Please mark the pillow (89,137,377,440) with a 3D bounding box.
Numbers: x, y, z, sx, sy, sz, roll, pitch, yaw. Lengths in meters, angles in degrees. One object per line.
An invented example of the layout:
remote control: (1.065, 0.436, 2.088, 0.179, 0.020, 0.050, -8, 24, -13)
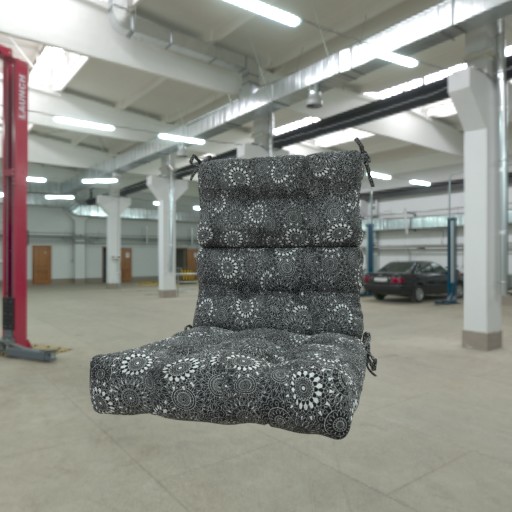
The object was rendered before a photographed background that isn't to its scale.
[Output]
pillow: (0.000, 0.000, 0.999, 0.519, 0.605, 0.571, 0, 0, 17)
